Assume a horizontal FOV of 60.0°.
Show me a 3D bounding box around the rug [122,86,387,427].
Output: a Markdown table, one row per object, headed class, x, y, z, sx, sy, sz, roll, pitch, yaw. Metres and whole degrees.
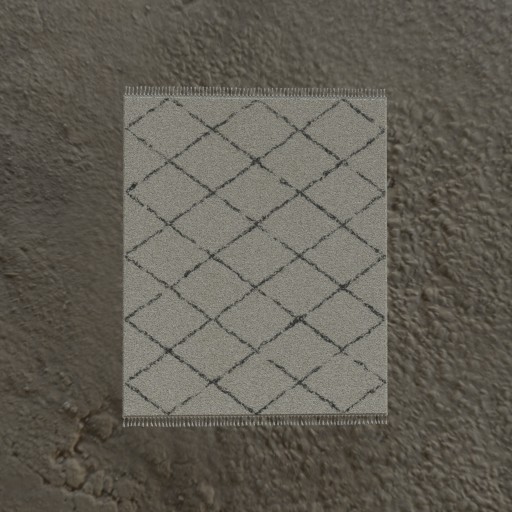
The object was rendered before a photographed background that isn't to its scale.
| class | x | y | z | sx | sy | sz | roll | pitch | yaw |
| --- | --- | --- | --- | --- | --- | --- | --- | --- | --- |
| rug | 0.000 | 0.000 | 3.992 | 2.380 | 0.013 | 3.051 | 0 | 90 | -2 |
